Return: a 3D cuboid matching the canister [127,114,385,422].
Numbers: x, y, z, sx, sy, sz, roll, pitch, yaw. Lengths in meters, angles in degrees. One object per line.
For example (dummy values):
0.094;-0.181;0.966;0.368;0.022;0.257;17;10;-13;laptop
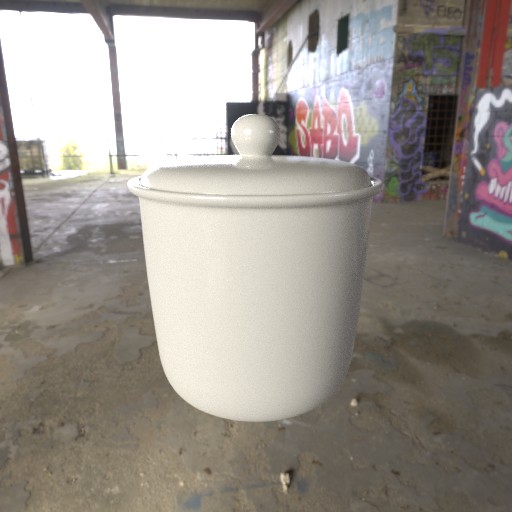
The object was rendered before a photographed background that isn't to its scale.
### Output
0.000;0.000;0.341;0.182;0.208;0.182;0;16;0;canister
